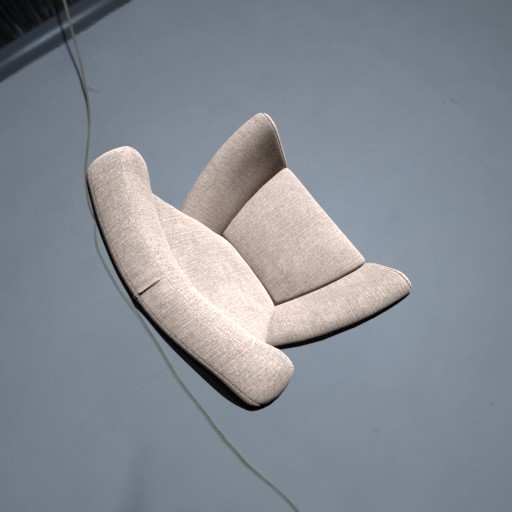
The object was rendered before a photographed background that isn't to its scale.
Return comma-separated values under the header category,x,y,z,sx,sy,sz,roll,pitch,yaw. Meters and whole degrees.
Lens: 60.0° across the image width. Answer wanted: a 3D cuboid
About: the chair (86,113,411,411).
category,x,y,z,sx,sy,sz,roll,pitch,yaw
chair,0.000,0.000,1.790,0.900,1.040,0.980,-36,79,-8
